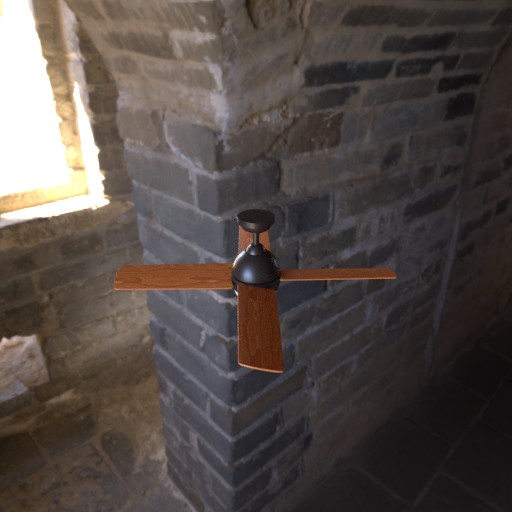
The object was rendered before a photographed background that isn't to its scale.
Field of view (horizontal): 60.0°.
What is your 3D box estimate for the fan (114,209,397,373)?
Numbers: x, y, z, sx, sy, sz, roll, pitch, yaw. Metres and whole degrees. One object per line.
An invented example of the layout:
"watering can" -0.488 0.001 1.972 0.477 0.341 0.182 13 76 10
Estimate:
"fan" 0.000 0.000 2.076 1.332 0.403 1.332 -1 27 -2
